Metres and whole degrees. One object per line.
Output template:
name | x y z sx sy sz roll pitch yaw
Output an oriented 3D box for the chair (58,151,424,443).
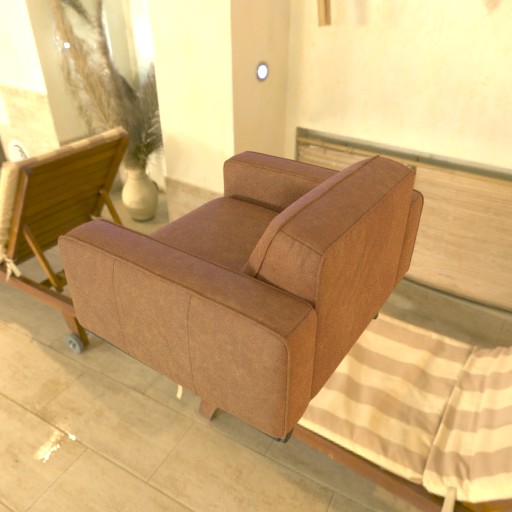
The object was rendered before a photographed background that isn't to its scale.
chair | 0.000 0.000 1.761 0.952 0.782 1.118 20 37 29
